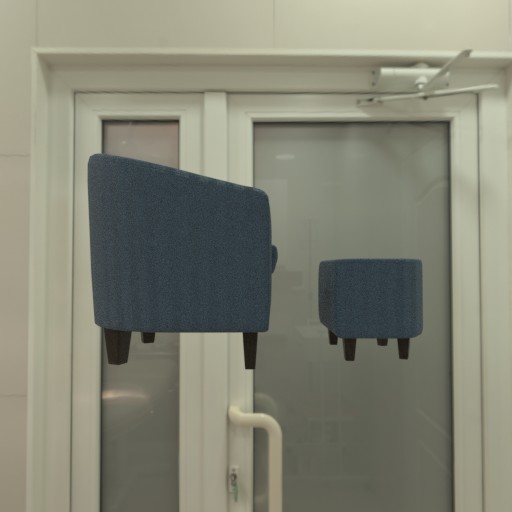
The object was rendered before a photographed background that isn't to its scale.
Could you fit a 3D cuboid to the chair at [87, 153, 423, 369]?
[{"bbox_3d":[0.000,0.000,1.762,1.288,0.757,0.756,0,-1,0],"label":"chair"}]
